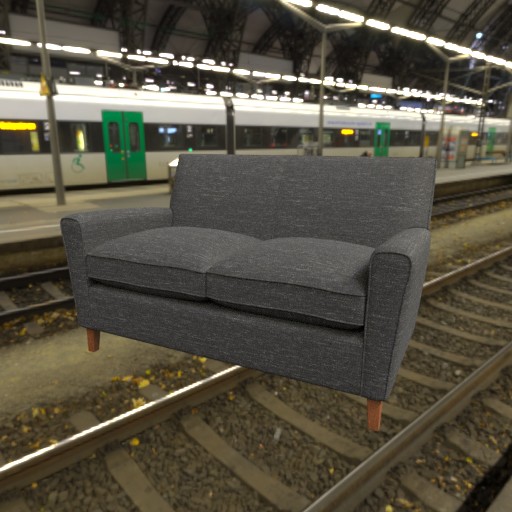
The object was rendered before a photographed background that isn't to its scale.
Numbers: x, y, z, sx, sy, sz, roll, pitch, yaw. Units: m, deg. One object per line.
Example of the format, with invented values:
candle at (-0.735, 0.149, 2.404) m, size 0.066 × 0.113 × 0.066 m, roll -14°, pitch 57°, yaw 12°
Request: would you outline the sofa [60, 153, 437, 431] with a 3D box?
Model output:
sofa at (0.000, 0.000, 1.960) m, size 1.420 × 0.846 × 0.875 m, roll 7°, pitch 16°, yaw 26°
